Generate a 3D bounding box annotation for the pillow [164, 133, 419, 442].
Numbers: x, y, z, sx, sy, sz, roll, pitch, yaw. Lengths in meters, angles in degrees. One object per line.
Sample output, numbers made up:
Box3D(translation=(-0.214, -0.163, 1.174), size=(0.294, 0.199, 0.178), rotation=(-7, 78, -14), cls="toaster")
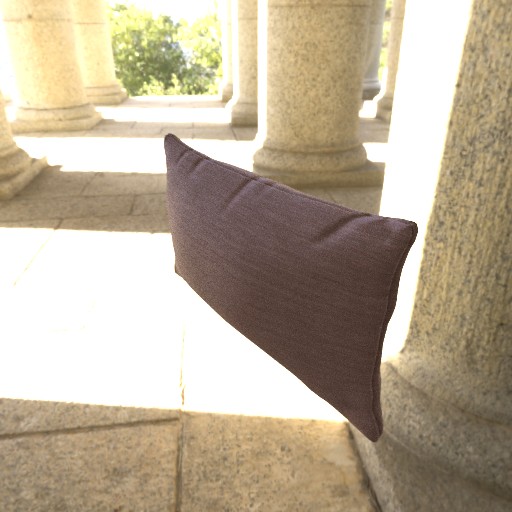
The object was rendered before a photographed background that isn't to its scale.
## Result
Box3D(translation=(0.000, 0.000, 0.797), size=(0.210, 0.338, 0.633), rotation=(-18, 32, -32), cls="pillow")
